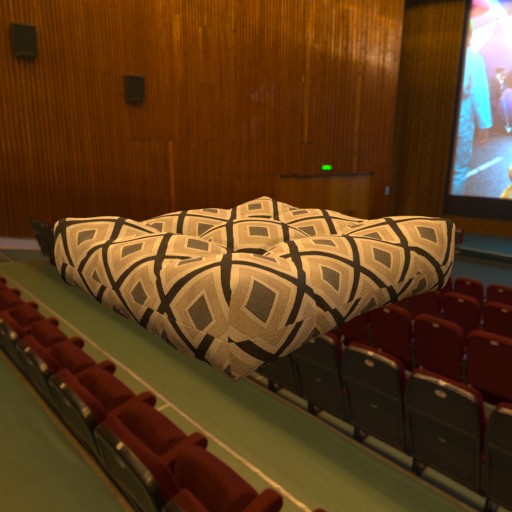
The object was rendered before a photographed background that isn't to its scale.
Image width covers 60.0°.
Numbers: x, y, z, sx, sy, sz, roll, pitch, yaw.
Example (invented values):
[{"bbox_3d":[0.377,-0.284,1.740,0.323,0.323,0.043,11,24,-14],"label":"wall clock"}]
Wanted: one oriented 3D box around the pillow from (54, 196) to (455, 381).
[{"bbox_3d":[0.000,0.000,0.723,0.490,0.128,0.468,-13,20,-42],"label":"pillow"}]
